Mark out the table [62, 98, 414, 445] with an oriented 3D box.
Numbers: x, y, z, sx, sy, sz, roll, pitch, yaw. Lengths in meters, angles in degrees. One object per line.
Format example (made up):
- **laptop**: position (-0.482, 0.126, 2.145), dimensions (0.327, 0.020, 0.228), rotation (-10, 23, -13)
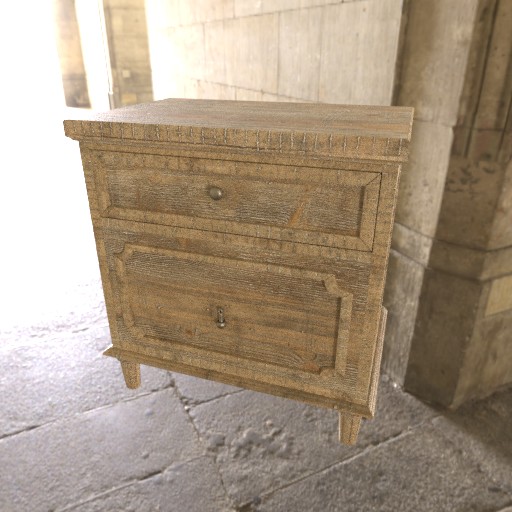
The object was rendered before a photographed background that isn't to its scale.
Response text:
- **table**: position (0.000, 0.000, 1.147), dimensions (0.686, 0.711, 0.457), rotation (8, 26, 17)
